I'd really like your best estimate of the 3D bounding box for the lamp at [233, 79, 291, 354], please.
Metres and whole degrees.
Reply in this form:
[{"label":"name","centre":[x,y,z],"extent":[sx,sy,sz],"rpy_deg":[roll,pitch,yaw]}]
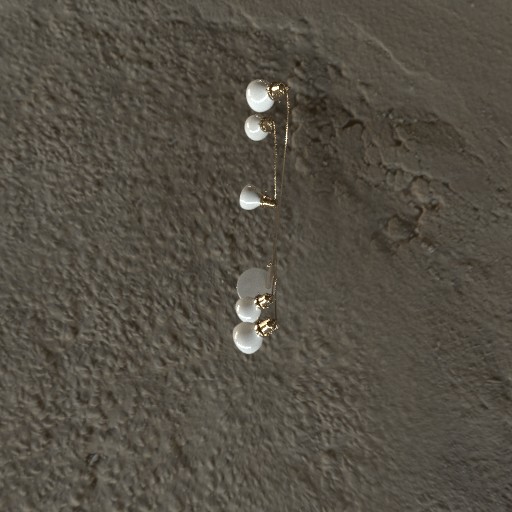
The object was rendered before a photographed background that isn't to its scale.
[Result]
[{"label":"lamp","centre":[0.000,0.000,3.030],"extent":[0.361,2.423,1.405],"rpy_deg":[3,74,1]}]
